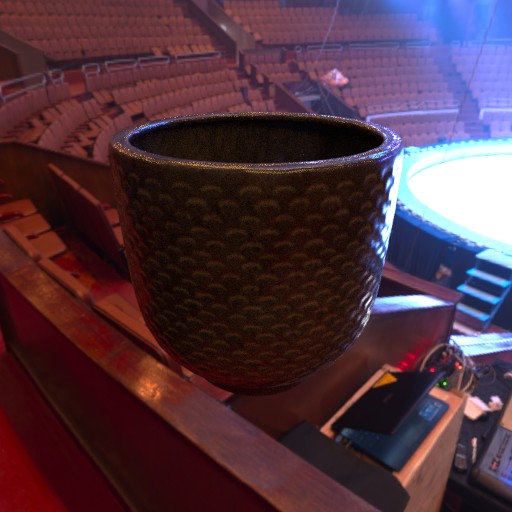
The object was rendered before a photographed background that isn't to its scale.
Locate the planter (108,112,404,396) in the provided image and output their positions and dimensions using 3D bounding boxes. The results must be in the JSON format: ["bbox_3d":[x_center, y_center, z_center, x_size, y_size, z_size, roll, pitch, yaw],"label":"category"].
[{"bbox_3d":[0.000,0.000,0.346,0.197,0.191,0.197,0,26,0],"label":"planter"}]
